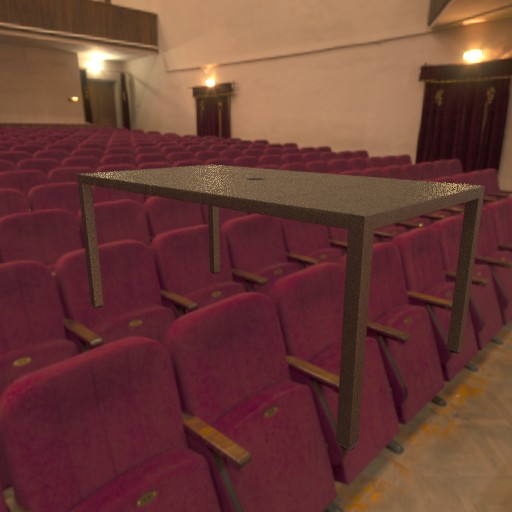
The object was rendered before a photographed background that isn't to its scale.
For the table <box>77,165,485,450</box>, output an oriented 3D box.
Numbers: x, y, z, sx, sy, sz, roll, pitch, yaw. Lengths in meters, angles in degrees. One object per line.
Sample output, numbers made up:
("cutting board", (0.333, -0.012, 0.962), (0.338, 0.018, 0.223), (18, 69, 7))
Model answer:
("table", (0.000, 0.000, 2.127), (1.680, 0.735, 0.914), (15, 21, 42))
